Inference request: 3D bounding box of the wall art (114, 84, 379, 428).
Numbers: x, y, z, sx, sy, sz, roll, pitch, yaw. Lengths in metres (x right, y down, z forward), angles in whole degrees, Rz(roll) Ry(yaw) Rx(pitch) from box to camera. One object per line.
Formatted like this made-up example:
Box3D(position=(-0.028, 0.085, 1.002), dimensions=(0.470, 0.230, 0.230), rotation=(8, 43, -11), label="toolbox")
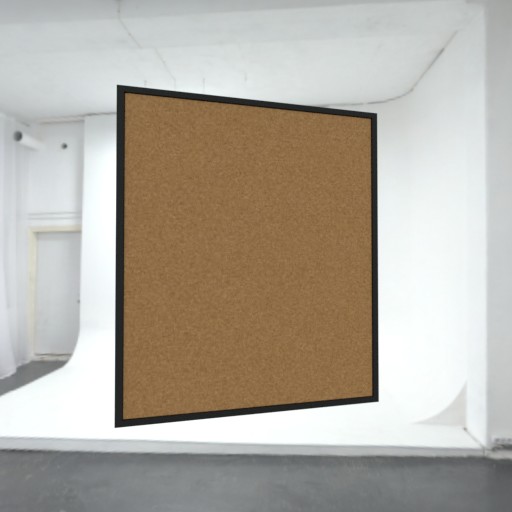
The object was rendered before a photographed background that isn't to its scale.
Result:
Box3D(position=(0.000, 0.000, 0.547), dimensions=(0.330, 0.381, 0.019), rotation=(0, -1, -17), label="wall art")
